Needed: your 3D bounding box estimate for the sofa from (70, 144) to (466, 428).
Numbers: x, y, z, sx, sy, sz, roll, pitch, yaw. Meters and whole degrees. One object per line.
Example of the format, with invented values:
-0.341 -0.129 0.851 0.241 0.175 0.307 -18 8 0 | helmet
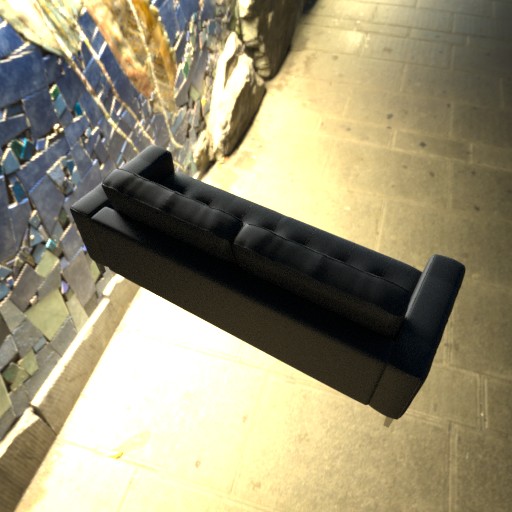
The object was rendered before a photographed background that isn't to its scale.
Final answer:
0.000 0.000 2.744 2.275 0.893 0.833 24 53 20 | sofa
